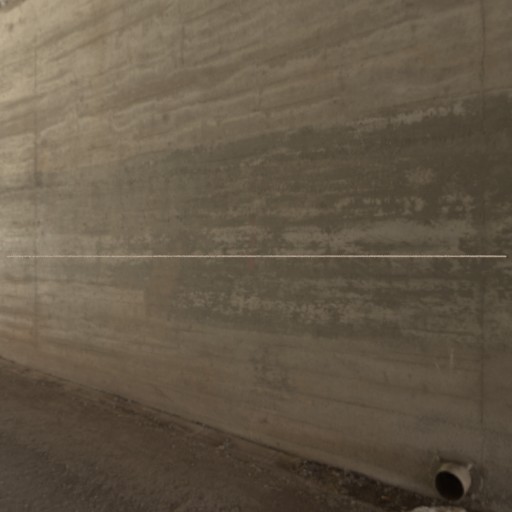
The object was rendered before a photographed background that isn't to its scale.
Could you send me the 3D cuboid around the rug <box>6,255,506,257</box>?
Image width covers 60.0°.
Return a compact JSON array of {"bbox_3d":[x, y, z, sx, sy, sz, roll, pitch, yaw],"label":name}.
[{"bbox_3d":[0.000,0.000,2.921,2.440,0.008,1.524,0,0,-1],"label":"rug"}]
